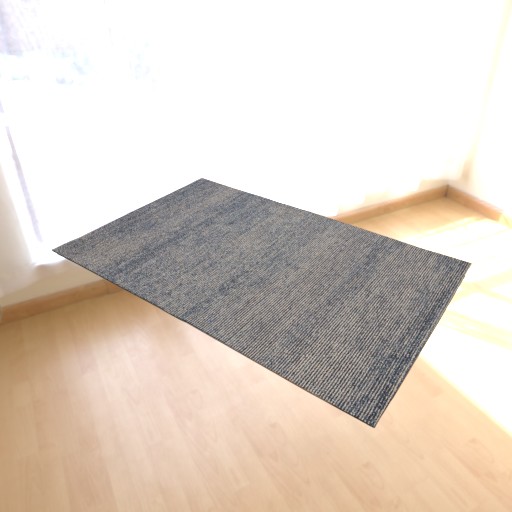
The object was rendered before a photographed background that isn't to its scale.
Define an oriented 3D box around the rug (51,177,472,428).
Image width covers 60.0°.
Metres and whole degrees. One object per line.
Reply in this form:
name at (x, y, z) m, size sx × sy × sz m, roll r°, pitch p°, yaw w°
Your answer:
rug at (0.000, 0.000, 2.231) m, size 1.793 × 0.025 × 1.159 m, roll 22°, pitch 39°, yaw 30°
